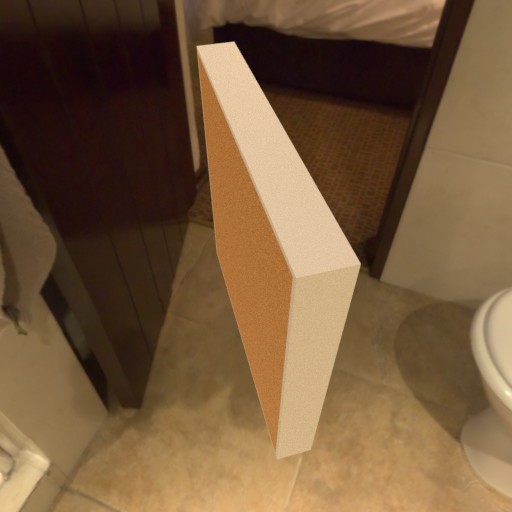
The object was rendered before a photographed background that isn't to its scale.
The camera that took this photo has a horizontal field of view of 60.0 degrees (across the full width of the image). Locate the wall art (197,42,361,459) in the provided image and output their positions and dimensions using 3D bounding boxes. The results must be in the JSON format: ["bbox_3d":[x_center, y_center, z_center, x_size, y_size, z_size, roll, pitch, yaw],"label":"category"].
[{"bbox_3d":[0.000,0.000,0.456,0.038,0.304,0.305,-12,49,-10],"label":"wall art"}]
